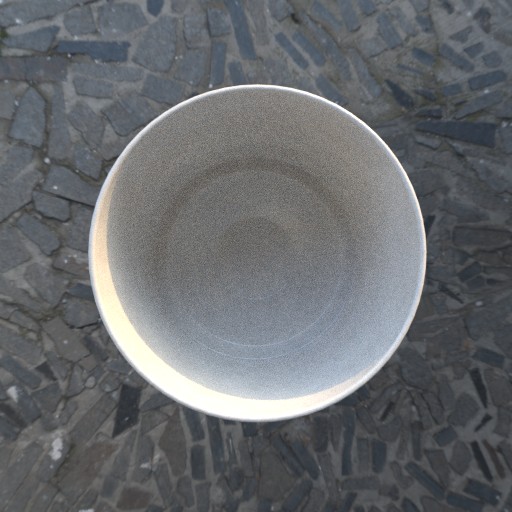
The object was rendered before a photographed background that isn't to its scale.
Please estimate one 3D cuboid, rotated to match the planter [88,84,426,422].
[{"bbox_3d":[0.000,0.000,0.338,0.190,0.181,0.190,0,89,-1],"label":"planter"}]
